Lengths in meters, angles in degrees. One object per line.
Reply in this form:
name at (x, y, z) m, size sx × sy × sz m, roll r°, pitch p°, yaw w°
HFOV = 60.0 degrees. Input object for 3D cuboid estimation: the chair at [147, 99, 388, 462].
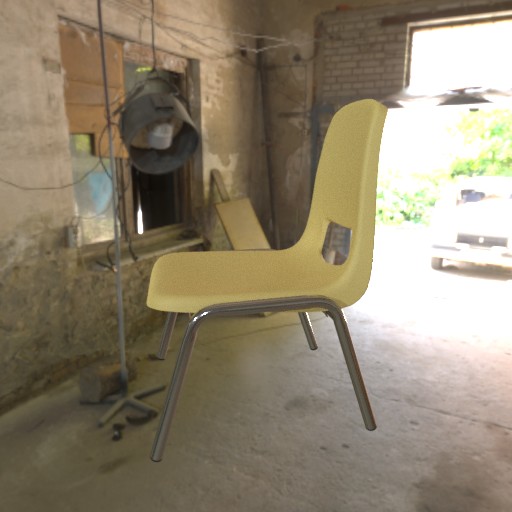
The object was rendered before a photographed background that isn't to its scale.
chair at (0.000, 0.000, 0.797) m, size 0.385 × 0.536 × 0.354 m, roll -2°, pitch 14°, yaw -10°
